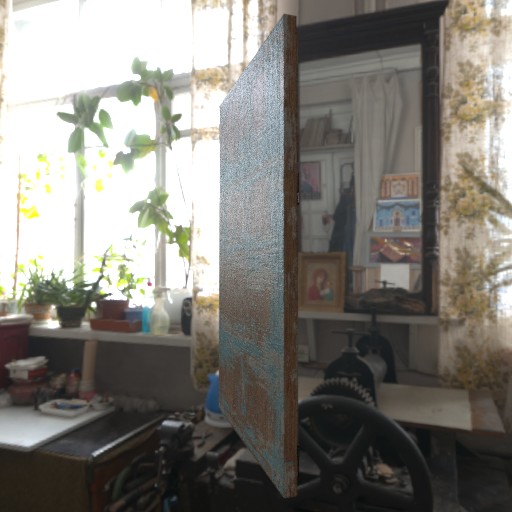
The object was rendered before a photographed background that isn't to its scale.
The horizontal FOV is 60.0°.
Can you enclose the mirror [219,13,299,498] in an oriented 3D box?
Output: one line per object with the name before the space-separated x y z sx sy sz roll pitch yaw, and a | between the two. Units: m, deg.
mirror | 0.000 0.000 1.459 0.083 1.213 0.707 0 -1 -18
